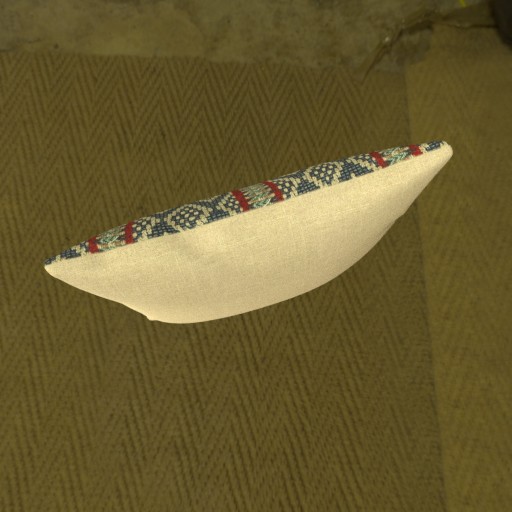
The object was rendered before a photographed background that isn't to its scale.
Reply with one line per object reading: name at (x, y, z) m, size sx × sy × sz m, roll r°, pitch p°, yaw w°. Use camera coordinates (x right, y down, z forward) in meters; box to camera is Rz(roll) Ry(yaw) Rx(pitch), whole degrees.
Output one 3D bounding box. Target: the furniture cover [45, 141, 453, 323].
furniture cover at (0.000, 0.000, 0.650) m, size 0.431 × 0.431 × 0.139 m, roll -17°, pitch 77°, yaw -4°
